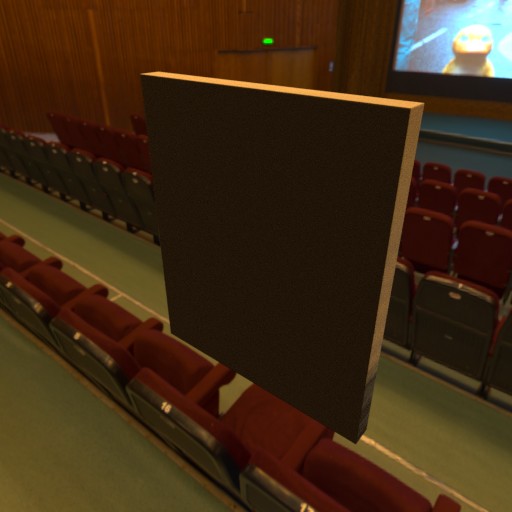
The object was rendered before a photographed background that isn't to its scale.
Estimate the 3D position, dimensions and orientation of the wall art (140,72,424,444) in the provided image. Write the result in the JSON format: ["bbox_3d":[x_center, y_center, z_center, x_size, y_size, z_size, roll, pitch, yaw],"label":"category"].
[{"bbox_3d":[0.000,0.000,0.706,0.435,0.511,0.037,22,36,33],"label":"wall art"}]
